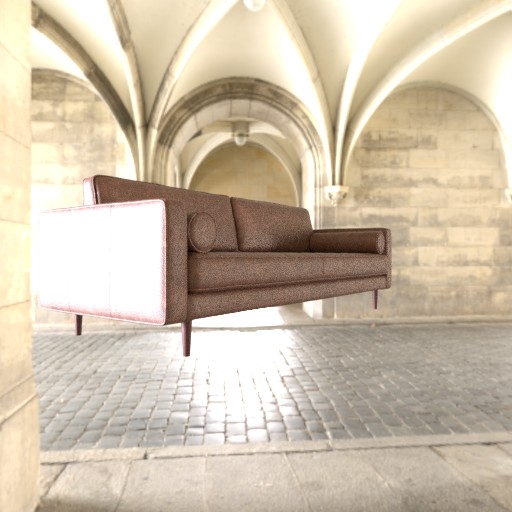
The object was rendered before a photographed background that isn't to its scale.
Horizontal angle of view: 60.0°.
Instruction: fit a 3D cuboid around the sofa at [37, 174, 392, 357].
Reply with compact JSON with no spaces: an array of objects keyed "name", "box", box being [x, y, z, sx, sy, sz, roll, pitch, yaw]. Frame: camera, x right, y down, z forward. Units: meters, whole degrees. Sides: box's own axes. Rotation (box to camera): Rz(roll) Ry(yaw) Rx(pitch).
[{"name":"sofa","box":[0.000,0.000,2.656,0.914,0.762,2.210,0,0,37]}]
